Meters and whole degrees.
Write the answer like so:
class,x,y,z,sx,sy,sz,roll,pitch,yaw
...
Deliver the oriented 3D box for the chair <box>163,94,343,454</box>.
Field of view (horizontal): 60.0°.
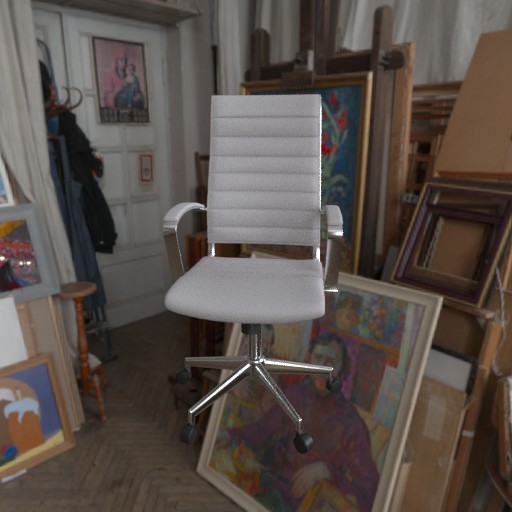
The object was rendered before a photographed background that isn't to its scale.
class,x,y,z,sx,sy,sz,roll,pitch,yaw
chair,0.000,0.000,1.606,0.679,1.149,0.667,2,15,7
